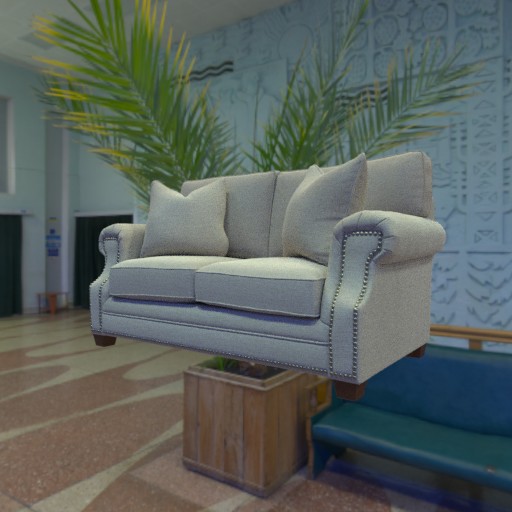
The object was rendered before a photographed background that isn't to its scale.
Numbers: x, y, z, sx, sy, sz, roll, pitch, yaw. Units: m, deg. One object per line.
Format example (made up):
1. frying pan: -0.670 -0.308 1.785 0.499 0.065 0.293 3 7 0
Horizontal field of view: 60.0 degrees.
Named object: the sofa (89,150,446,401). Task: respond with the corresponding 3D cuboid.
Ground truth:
1. sofa: 0.000 0.000 2.296 1.701 0.966 0.966 1 1 36
